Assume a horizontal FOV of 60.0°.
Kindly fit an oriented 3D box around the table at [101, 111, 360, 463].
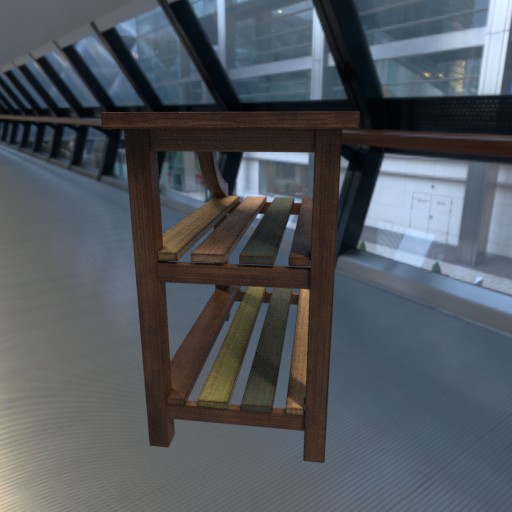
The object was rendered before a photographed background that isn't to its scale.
[{"bbox_3d":[0.000,0.000,0.969,0.356,0.584,0.609,2,17,8],"label":"table"}]
